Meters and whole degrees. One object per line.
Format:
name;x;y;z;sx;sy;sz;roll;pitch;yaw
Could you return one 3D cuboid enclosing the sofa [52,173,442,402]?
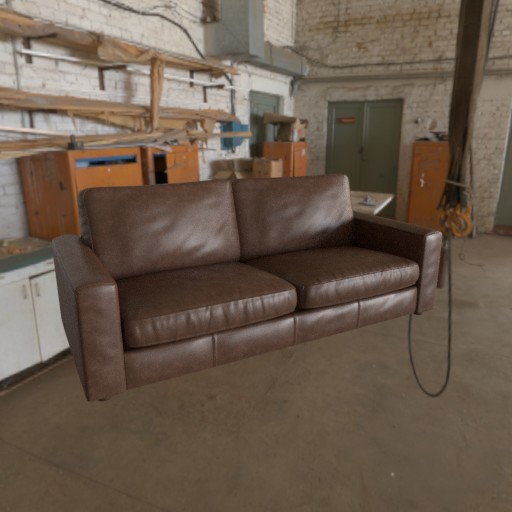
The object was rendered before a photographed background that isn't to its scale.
sofa;0.000;0.000;2.700;2.179;0.873;1.016;-8;18;-28
